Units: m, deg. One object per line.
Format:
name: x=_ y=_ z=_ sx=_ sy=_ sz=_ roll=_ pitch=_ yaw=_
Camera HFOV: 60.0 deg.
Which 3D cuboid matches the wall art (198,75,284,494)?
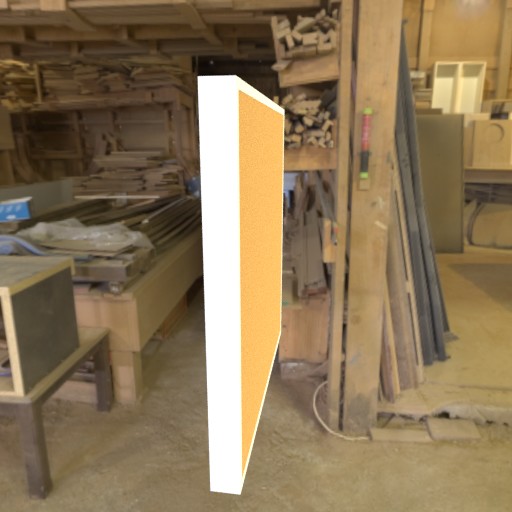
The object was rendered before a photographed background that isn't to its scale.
wall art: x=0.000 y=0.000 z=0.758 sx=0.040 sy=0.509 sz=0.509 roll=2 pitch=15 yaw=9
